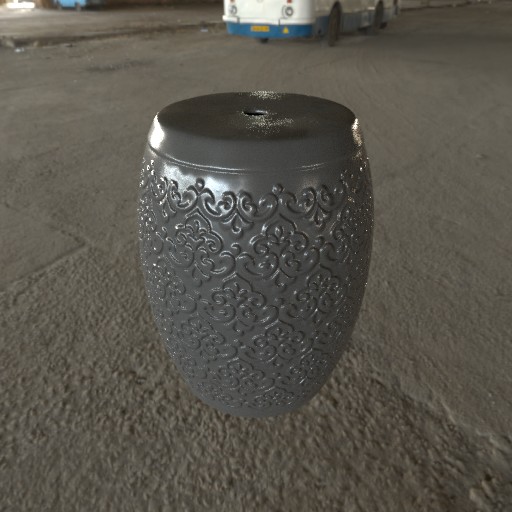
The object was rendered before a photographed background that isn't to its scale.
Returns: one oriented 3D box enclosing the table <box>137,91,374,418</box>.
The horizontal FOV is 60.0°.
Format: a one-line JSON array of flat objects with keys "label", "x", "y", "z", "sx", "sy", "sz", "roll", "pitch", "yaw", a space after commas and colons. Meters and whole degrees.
[{"label": "table", "x": 0.000, "y": 0.000, "z": 0.619, "sx": 0.309, "sy": 0.397, "sz": 0.309, "roll": 0, "pitch": 32, "yaw": 0}]
